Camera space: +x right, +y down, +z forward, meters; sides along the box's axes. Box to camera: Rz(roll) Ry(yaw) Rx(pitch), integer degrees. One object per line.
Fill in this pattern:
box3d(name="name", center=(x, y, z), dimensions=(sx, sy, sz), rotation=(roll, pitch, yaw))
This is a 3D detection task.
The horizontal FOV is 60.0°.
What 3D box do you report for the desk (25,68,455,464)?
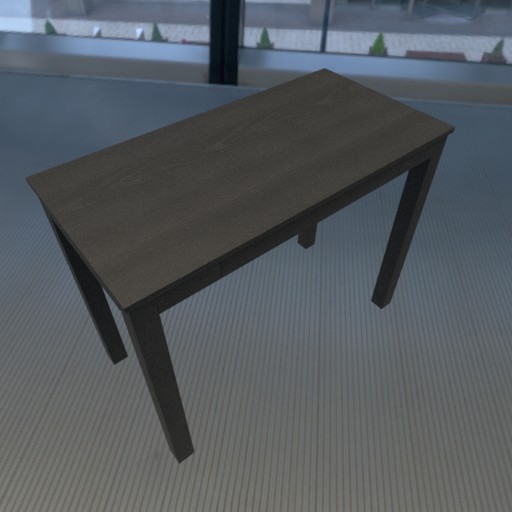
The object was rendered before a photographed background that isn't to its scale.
box3d(name="desk", center=(0.000, 0.000, 1.394), dimensions=(0.991, 0.762, 0.499), rotation=(-30, 52, -26))
